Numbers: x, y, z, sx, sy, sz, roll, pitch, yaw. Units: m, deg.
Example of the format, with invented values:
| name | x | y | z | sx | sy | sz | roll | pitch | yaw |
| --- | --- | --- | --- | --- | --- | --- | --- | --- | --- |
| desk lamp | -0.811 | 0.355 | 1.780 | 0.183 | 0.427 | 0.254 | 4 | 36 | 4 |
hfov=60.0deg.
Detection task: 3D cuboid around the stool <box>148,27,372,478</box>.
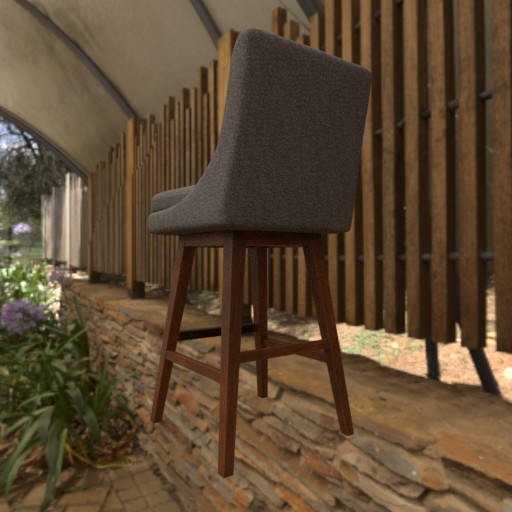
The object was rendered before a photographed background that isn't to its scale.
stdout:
| name | x | y | z | sx | sy | sz | roll | pitch | yaw |
| --- | --- | --- | --- | --- | --- | --- | --- | --- | --- |
| stool | 0.000 | 0.000 | 1.355 | 0.489 | 1.068 | 0.572 | 0 | 0 | -36 |
